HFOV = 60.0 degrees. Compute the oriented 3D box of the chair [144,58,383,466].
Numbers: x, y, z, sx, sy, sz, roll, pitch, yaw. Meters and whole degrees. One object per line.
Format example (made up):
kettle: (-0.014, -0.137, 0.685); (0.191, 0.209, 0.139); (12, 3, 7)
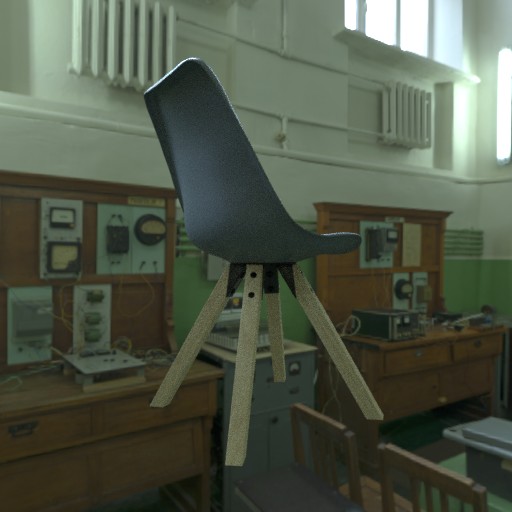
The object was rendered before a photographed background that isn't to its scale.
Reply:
chair: (0.000, 0.000, 1.187); (0.550, 0.850, 0.485); (0, 1, -35)
